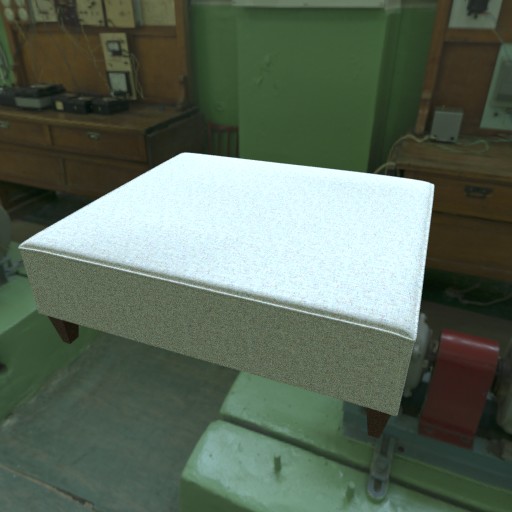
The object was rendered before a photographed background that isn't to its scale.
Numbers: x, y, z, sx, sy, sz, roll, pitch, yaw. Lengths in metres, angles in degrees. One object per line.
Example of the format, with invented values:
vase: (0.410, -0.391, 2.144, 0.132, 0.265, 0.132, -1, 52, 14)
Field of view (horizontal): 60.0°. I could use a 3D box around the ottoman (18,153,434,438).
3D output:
ottoman: (0.000, 0.000, 1.197, 0.835, 0.303, 0.736, 11, 32, 18)
